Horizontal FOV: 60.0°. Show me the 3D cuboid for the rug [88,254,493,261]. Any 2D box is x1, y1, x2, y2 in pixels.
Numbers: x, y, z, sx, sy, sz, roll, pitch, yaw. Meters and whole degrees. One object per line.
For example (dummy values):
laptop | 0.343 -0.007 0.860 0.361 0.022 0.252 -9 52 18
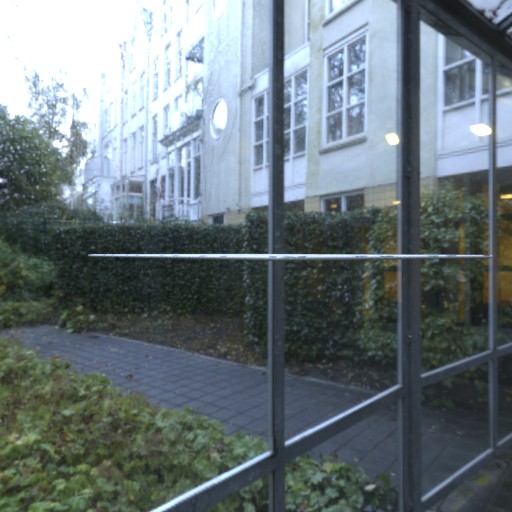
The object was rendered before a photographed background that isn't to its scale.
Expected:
rug | 0.000 0.000 2.950 1.521 0.017 2.365 0 0 -36
